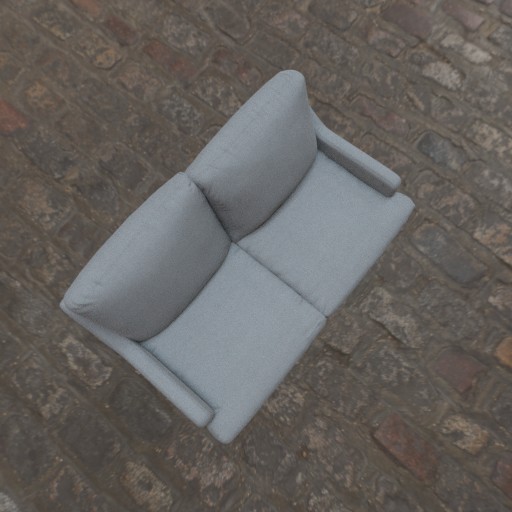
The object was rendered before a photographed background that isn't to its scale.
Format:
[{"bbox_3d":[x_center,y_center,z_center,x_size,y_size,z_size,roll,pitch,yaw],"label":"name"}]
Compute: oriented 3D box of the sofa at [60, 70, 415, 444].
[{"bbox_3d":[0.000,0.000,2.253,0.987,0.921,1.589,39,78,10],"label":"sofa"}]
